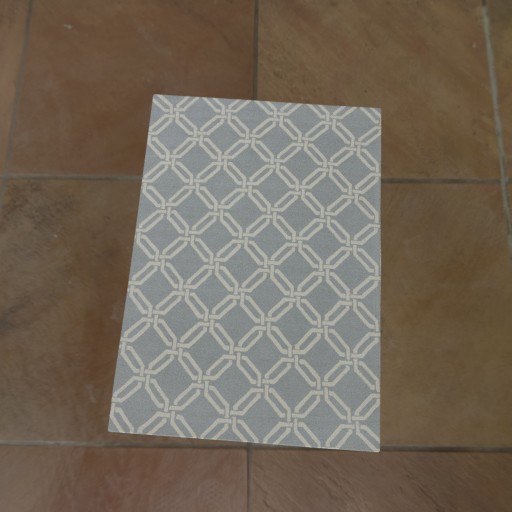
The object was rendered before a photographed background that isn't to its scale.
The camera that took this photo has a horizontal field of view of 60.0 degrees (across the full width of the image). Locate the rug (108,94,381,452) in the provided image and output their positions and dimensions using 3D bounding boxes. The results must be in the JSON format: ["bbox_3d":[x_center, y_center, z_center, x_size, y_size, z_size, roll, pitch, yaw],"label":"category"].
[{"bbox_3d":[0.000,0.000,2.710,1.522,0.013,2.133,4,77,1],"label":"rug"}]
